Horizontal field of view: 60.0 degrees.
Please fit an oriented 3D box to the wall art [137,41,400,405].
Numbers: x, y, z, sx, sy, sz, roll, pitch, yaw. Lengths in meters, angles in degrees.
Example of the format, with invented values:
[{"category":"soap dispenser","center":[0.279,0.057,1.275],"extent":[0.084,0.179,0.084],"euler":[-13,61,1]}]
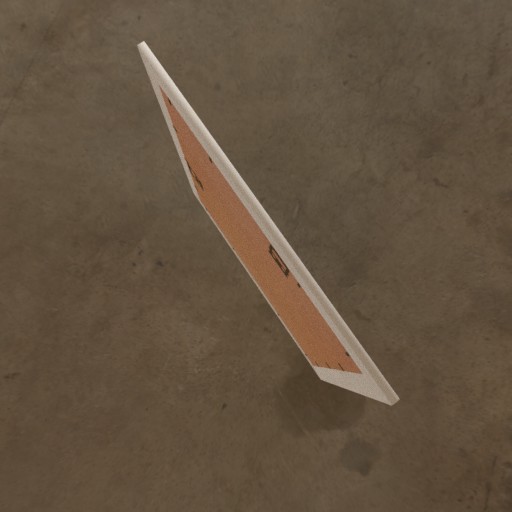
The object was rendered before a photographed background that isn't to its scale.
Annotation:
[{"category":"wall art","center":[0.000,0.000,0.855],"extent":[0.013,0.584,0.584],"euler":[-33,79,-7]}]
